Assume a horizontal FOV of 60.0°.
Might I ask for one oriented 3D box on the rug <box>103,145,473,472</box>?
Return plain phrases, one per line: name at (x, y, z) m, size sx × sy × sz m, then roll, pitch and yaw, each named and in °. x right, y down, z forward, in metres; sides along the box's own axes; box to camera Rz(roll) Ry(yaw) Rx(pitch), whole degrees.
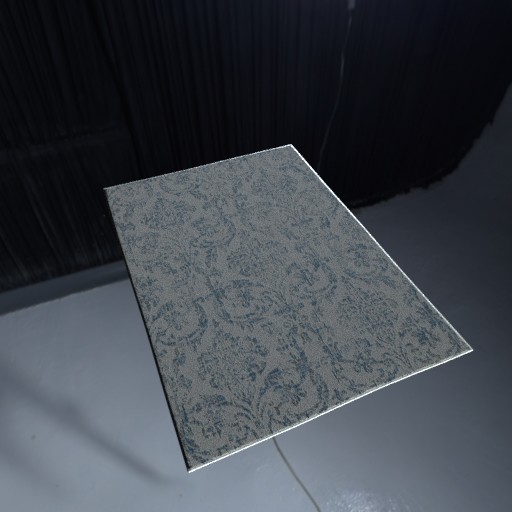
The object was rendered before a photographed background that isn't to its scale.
rug at (0.000, 0.000, 2.855) m, size 1.586 × 0.014 × 2.197 m, roll -17°, pitch 48°, yaw -16°
